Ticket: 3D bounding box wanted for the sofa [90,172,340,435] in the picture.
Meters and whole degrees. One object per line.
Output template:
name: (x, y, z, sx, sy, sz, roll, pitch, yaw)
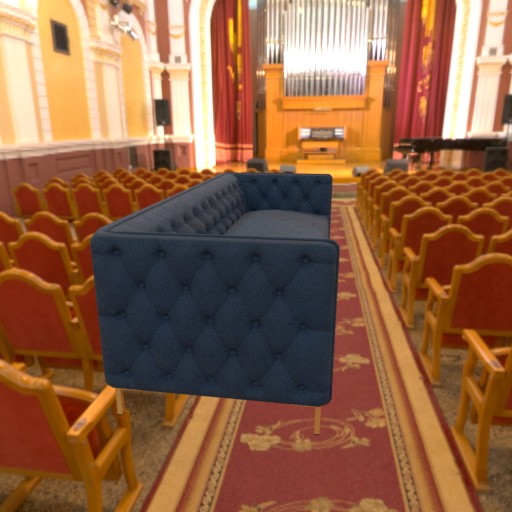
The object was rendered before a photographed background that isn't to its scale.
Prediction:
sofa: (0.000, 0.000, 2.631, 0.895, 0.771, 2.209, 3, 17, 9)
